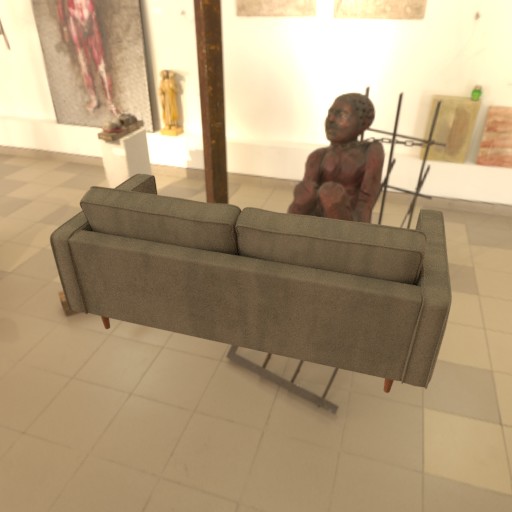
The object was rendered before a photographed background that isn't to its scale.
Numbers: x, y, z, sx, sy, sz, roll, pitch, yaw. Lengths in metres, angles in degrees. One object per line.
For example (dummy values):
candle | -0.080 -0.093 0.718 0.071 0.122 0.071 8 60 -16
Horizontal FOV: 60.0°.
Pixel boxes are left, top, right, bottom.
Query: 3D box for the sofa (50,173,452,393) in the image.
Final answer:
sofa | 0.000 0.000 2.442 1.920 0.825 0.924 9 33 14
